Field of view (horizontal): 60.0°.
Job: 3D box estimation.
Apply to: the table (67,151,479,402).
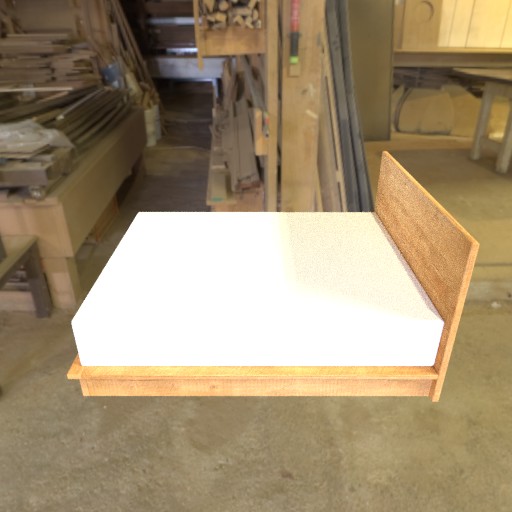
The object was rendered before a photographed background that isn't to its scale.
[{"bbox_3d":[0.000,0.000,3.122,2.149,1.041,1.707,0,28,0],"label":"table"}]
